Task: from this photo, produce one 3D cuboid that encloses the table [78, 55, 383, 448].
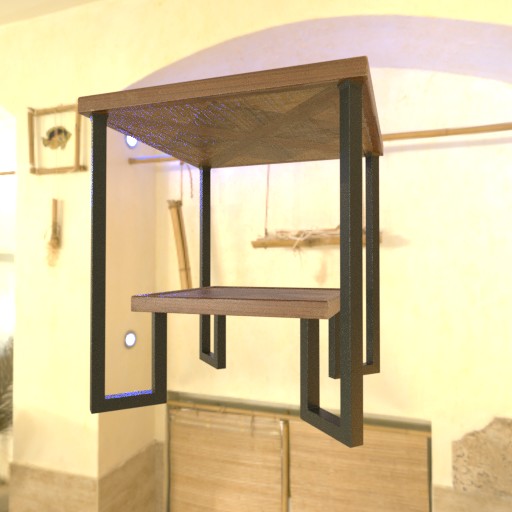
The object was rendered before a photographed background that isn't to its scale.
[{"bbox_3d":[0.000,0.000,0.944,0.503,0.563,0.503,0,-1,19],"label":"table"}]
